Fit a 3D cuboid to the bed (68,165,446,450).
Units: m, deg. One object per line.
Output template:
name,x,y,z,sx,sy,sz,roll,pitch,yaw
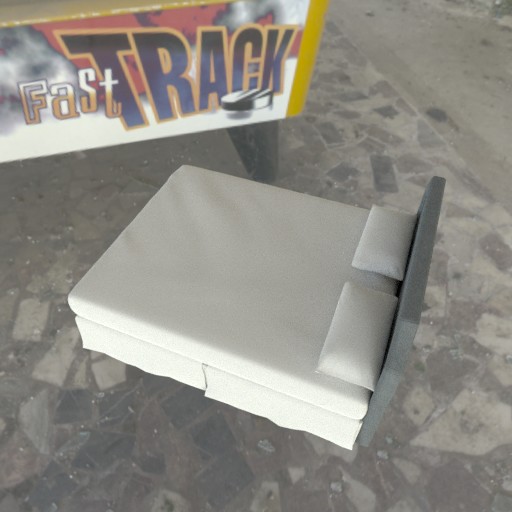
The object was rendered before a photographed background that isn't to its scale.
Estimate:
bed,0.000,0.000,3.609,2.464,1.306,1.977,17,49,15
